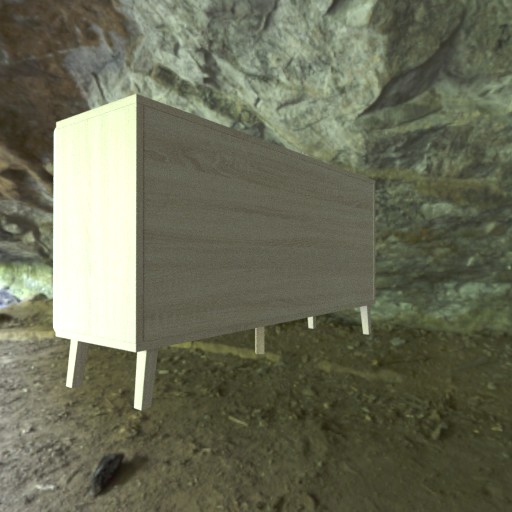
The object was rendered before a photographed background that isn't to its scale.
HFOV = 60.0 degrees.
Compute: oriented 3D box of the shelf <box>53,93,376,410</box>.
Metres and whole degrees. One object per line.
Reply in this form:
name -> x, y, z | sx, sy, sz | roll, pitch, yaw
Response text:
shelf -> 0.000, 0.000, 1.790 | 0.400, 0.780, 1.490 | 0, -1, 37
